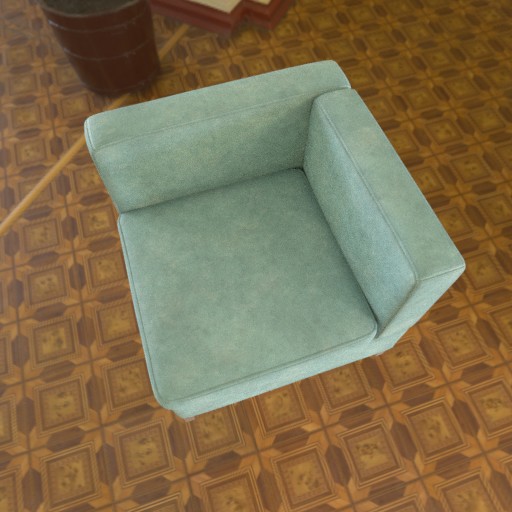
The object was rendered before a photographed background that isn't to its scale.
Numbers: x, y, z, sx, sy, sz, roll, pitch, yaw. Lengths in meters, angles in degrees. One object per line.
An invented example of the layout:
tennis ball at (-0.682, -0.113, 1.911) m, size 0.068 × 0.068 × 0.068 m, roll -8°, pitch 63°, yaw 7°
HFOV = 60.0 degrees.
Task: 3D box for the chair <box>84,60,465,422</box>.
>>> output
chair at (0.000, 0.000, 1.234) m, size 0.691 × 0.660 × 0.684 m, roll -17°, pitch 63°, yaw -9°
